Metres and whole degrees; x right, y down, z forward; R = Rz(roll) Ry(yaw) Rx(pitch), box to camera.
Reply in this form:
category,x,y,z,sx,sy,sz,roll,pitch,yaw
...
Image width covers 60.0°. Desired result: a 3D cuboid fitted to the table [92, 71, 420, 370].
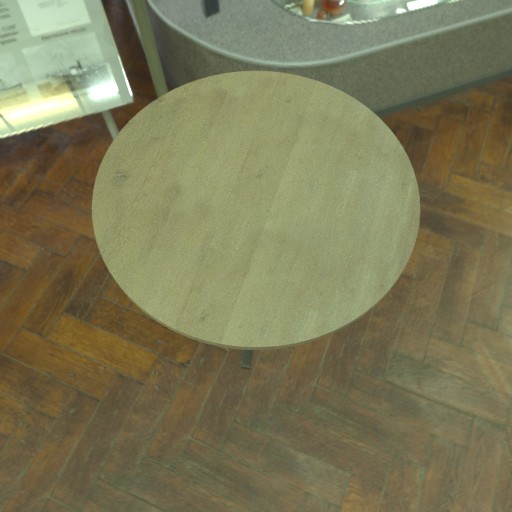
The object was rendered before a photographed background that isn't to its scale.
category,x,y,z,sx,sy,sz,roll,pitch,yaw
table,0.000,0.000,1.442,0.800,0.780,0.800,0,64,0
